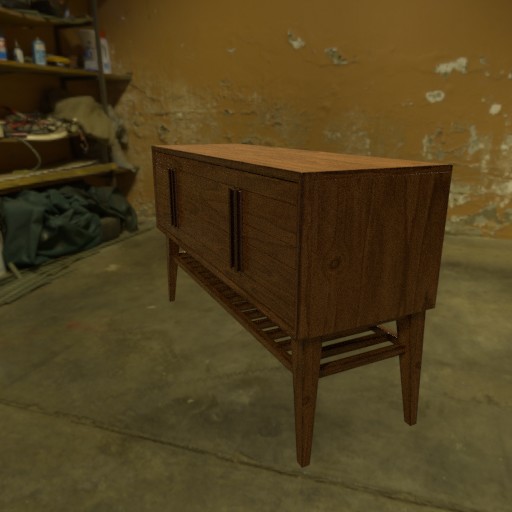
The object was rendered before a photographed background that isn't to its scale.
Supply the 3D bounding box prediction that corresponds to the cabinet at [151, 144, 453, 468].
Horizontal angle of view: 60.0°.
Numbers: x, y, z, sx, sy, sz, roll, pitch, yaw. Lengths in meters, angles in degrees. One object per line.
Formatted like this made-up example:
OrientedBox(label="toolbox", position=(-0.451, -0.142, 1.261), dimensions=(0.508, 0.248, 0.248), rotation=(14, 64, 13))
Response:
OrientedBox(label="cabinet", position=(0.000, 0.000, 1.756), dimensions=(0.477, 0.802, 1.363), rotation=(-8, 18, -25))
